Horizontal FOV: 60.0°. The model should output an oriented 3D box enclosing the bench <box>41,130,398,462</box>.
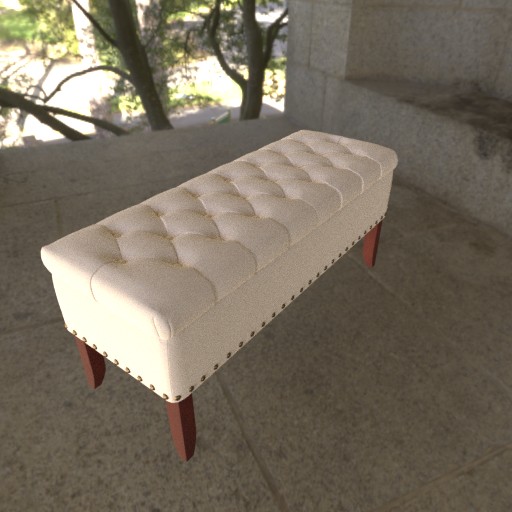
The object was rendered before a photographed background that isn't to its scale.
[{"bbox_3d":[0.000,0.000,1.315,0.400,0.470,1.054,22,39,31],"label":"bench"}]
